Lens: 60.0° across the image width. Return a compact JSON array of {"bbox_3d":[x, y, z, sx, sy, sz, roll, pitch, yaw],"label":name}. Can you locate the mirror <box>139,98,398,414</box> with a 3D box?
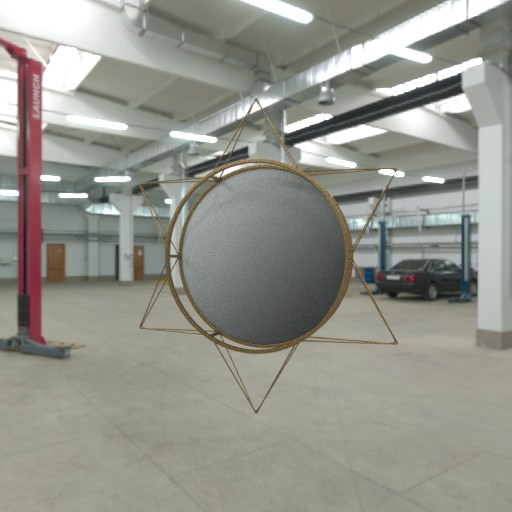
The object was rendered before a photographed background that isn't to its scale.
[{"bbox_3d":[0.000,0.000,0.816,0.498,0.581,0.062,0,0,19],"label":"mirror"}]
